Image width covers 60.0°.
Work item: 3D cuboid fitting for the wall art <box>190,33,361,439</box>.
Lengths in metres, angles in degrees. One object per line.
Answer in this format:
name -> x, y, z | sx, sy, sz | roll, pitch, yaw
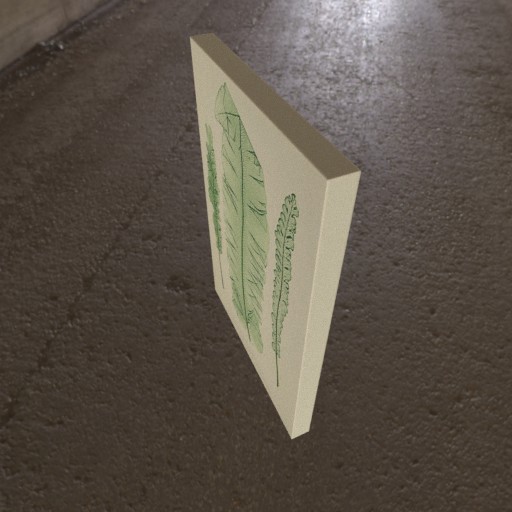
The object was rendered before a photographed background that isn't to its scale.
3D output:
wall art -> 0.000, 0.000, 0.782 | 0.038, 0.608, 0.418 | -18, 48, -17
